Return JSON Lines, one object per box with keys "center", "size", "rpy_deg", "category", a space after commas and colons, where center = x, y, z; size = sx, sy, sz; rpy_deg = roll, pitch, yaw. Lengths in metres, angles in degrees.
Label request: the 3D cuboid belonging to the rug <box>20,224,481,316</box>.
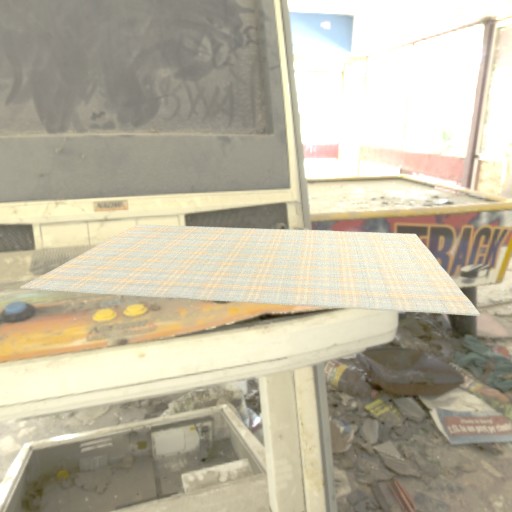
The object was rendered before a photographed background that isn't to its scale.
{"center": [0.000, 0.000, 2.311], "size": [1.835, 0.012, 1.231], "rpy_deg": [2, 17, 8], "category": "rug"}
